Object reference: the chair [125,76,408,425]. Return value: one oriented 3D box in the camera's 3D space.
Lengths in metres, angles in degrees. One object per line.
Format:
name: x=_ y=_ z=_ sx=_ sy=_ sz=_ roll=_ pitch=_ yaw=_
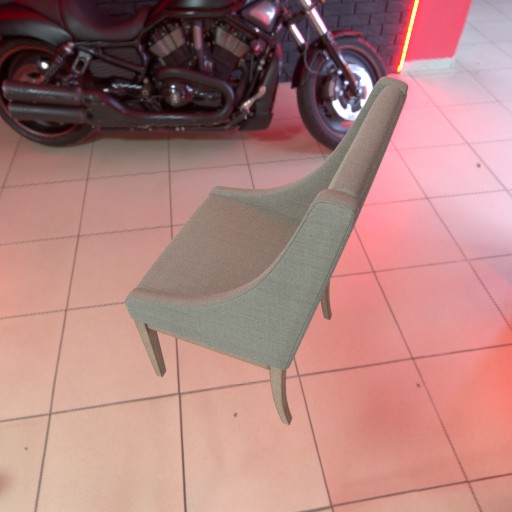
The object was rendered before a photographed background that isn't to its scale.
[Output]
chair: x=0.000 y=0.000 z=1.379 sx=0.611 sy=1.021 sz=0.575 roll=18 pitch=50 yaw=16
